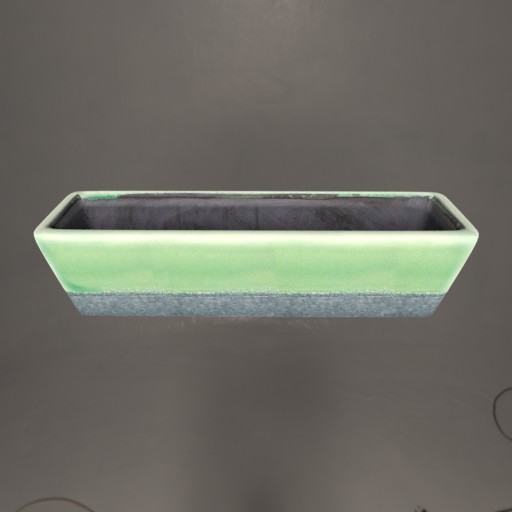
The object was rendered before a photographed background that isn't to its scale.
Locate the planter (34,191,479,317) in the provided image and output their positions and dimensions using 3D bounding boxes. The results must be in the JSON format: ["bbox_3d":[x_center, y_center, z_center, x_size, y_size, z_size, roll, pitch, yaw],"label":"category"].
[{"bbox_3d":[0.000,0.000,0.315,0.275,0.072,0.072,0,30,0],"label":"planter"}]
